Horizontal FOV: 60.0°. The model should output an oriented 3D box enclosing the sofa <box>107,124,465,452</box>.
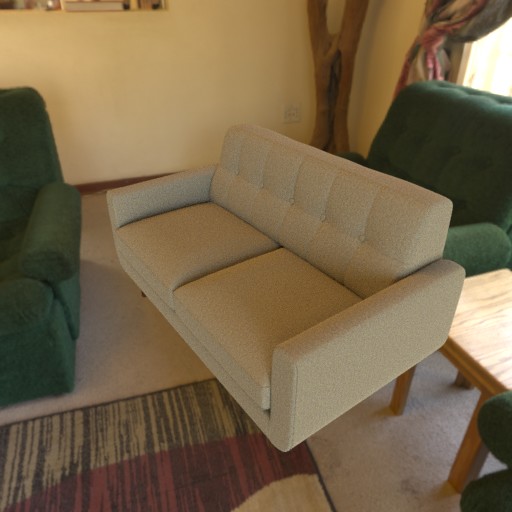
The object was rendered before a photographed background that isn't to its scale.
[{"bbox_3d":[0.000,0.000,2.220,0.952,0.925,1.651,-21,37,-30],"label":"sofa"}]
